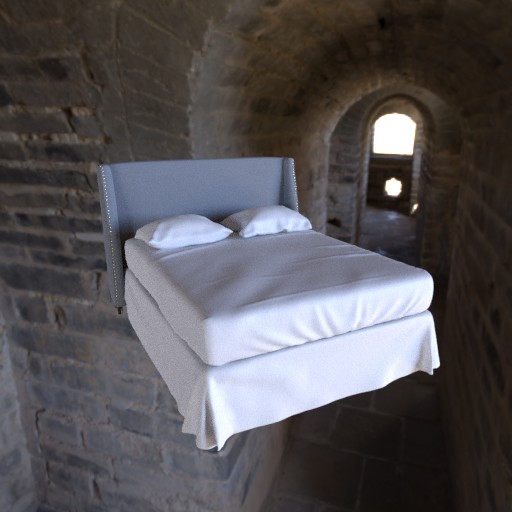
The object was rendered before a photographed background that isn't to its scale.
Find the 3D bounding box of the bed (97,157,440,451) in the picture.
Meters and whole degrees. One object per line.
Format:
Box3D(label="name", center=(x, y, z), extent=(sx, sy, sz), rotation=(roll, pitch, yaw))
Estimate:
Box3D(label="bed", center=(0.000, 0.000, 3.425), extent=(1.925, 1.332, 2.276), rotation=(-8, 19, -26))
